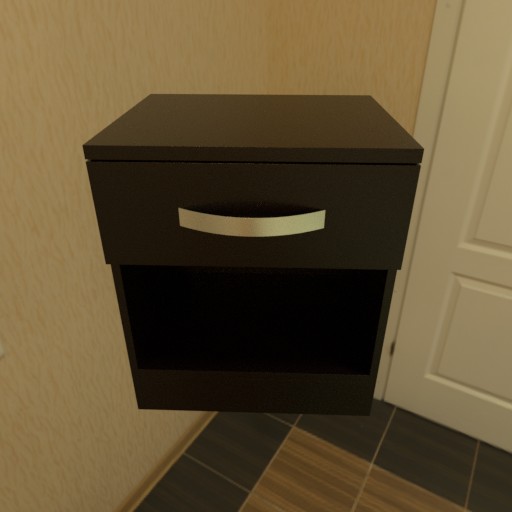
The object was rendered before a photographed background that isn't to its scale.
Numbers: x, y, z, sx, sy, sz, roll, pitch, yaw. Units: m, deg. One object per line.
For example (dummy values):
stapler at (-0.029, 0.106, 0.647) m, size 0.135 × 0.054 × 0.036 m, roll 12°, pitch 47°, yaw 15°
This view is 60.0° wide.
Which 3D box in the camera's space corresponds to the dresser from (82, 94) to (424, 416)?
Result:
dresser at (0.000, 0.000, 0.767) m, size 0.400 × 0.470 × 0.360 m, roll 1°, pitch 30°, yaw 2°
